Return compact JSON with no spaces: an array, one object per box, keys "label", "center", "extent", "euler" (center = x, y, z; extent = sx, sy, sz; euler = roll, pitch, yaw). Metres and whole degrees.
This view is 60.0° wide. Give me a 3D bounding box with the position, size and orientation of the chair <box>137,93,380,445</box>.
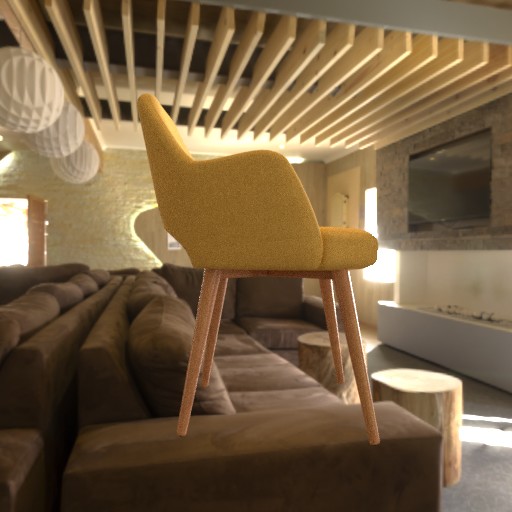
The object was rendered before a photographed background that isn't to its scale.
[{"label":"chair","center":[0.000,0.000,1.222],"extent":[0.610,0.840,0.590],"euler":[0,1,2]}]
